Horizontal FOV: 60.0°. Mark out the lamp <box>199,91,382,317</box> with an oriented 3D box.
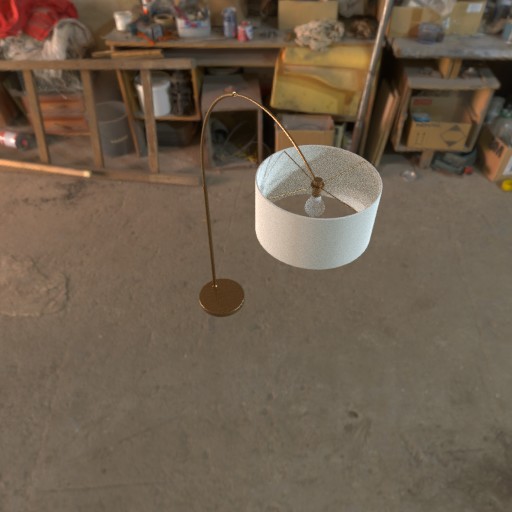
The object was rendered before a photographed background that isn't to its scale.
[{"bbox_3d":[0.000,0.000,2.619,0.493,1.927,1.434,-23,50,-21],"label":"lamp"}]
